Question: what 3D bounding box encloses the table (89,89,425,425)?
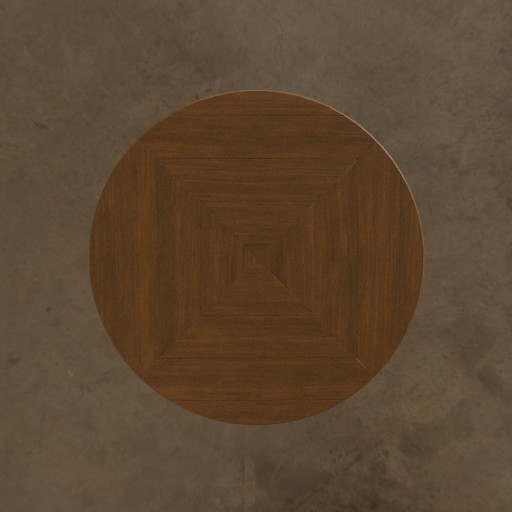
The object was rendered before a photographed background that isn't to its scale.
[{"bbox_3d":[0.000,0.000,1.757,1.055,0.757,1.055,0,92,-1],"label":"table"}]
